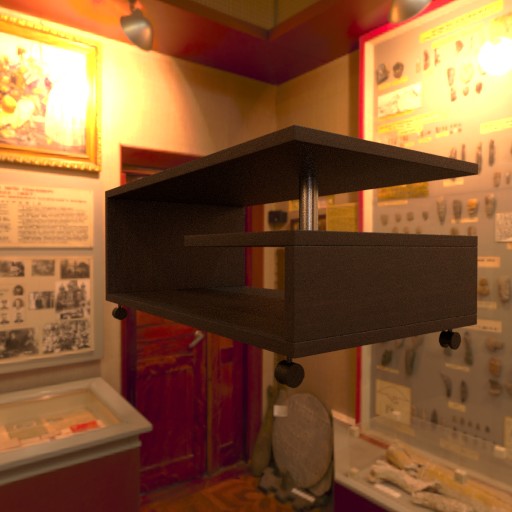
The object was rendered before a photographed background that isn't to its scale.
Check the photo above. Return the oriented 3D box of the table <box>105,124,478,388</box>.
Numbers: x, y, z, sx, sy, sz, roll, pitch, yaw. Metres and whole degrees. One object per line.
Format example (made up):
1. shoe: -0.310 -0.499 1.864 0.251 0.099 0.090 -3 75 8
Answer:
1. table: 0.000 0.000 1.345 0.590 0.460 1.050 -1 1 -35
